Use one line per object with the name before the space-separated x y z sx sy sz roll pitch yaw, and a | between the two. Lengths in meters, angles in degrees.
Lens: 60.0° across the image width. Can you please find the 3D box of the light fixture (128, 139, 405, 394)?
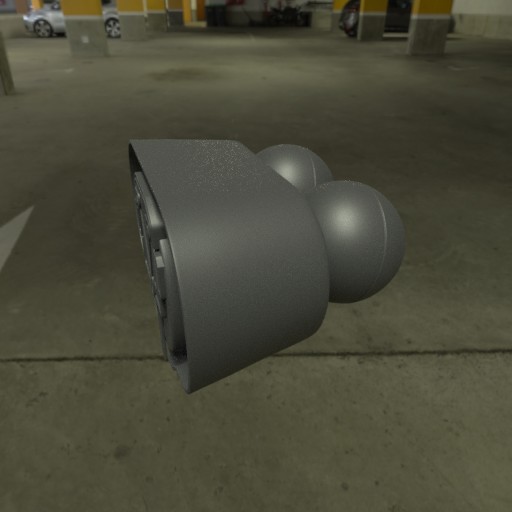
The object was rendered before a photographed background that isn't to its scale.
light fixture | 0.000 0.000 0.338 0.159 0.159 0.229 -10 31 -17
